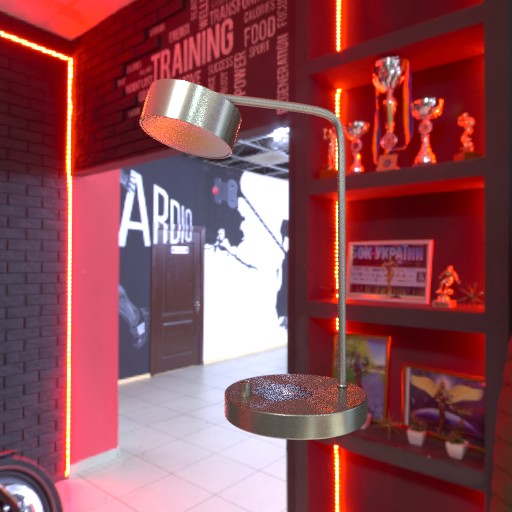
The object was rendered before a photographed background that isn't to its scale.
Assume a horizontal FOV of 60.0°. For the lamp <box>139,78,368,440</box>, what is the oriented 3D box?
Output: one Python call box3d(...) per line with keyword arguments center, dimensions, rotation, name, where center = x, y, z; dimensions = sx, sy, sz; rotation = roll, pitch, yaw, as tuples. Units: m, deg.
box3d(center=(0.000, 0.000, 0.651), dimensions=(0.334, 0.469, 0.211), rotation=(0, -1, -18), name="lamp")
